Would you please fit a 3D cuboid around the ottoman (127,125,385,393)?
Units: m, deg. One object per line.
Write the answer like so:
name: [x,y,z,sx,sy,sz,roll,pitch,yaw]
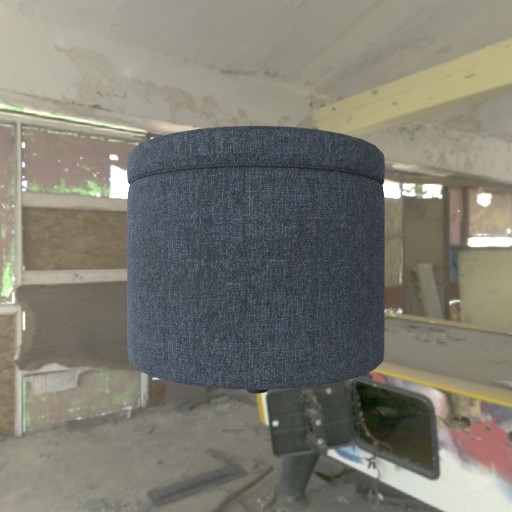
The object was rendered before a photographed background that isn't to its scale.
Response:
ottoman: [0.000,0.000,0.893,0.500,0.419,0.500,0,0,0]
